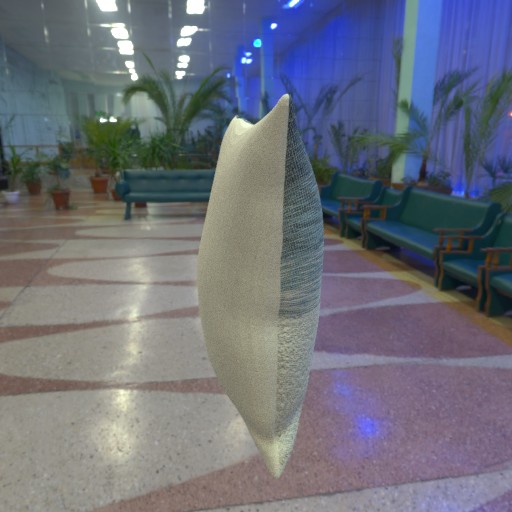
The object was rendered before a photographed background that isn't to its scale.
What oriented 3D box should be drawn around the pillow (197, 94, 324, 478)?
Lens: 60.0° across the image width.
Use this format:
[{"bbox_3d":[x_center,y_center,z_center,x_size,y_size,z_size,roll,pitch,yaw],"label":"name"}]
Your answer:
[{"bbox_3d":[0.000,0.000,0.683,0.182,0.441,0.440,-2,16,-9],"label":"pillow"}]
